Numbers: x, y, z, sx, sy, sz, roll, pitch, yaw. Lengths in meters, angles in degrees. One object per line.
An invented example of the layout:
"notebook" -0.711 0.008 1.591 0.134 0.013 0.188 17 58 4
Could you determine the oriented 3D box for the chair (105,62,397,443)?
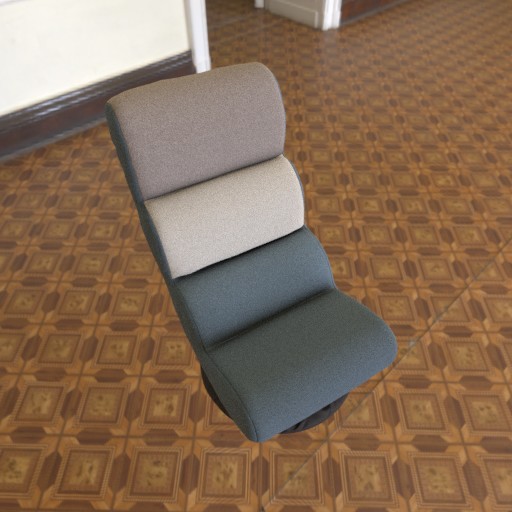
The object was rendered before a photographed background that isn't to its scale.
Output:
"chair" 0.000 0.000 1.046 0.420 0.641 0.661 -23 51 -21
